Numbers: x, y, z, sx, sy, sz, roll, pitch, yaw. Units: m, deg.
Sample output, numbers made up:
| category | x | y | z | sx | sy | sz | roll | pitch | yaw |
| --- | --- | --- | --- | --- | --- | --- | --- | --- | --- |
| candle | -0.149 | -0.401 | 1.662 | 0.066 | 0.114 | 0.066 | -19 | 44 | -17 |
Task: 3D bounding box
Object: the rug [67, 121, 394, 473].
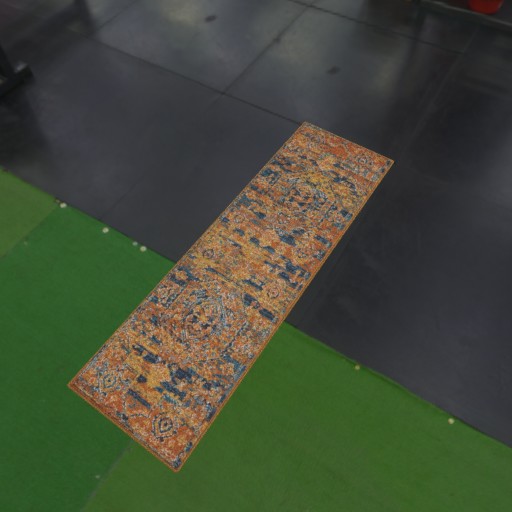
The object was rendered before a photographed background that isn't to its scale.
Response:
| category | x | y | z | sx | sy | sz | roll | pitch | yaw |
| --- | --- | --- | --- | --- | --- | --- | --- | --- | --- |
| rug | 0.000 | 0.000 | 2.048 | 0.556 | 0.013 | 1.820 | 30 | 62 | 17 |
